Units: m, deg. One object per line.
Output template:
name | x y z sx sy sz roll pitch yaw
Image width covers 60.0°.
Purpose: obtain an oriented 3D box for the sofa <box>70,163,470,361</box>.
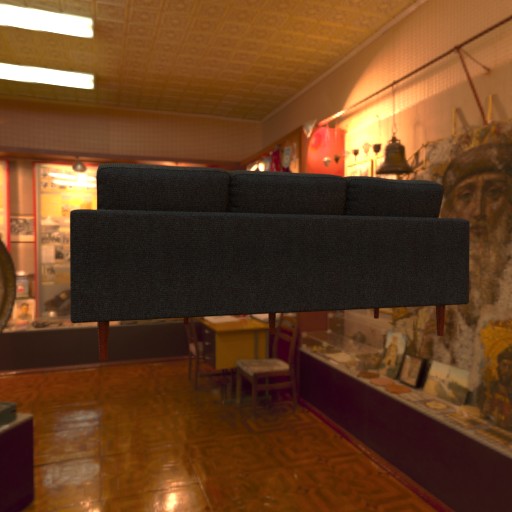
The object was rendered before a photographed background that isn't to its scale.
sofa | 0.000 0.000 3.023 2.233 0.956 1.504 0 1 -18
